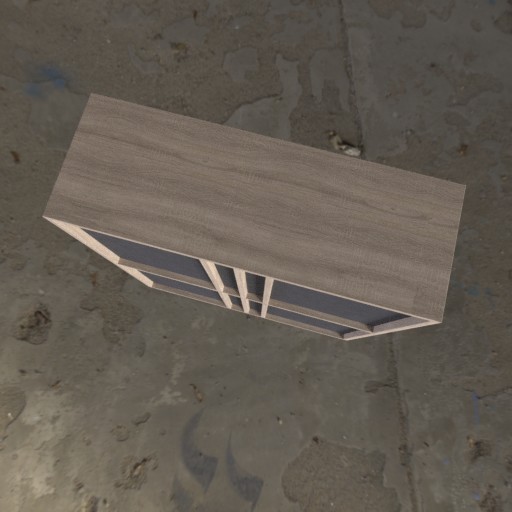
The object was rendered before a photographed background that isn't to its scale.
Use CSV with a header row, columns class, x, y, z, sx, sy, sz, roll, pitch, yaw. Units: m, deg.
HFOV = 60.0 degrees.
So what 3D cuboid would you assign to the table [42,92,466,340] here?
class,x,y,z,sx,sy,sz,roll,pitch,yaw
table,0.000,0.000,1.905,1.111,1.388,0.398,15,78,3
